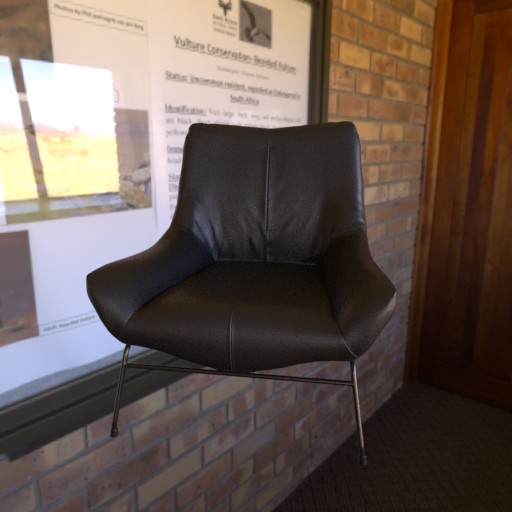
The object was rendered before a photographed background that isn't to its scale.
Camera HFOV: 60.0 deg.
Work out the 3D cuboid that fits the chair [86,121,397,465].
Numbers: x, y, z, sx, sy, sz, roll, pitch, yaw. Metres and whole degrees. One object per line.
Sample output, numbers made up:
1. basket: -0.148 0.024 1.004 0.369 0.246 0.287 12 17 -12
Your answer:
1. chair: 0.000 0.000 1.525 0.836 0.922 0.826 2 14 9
